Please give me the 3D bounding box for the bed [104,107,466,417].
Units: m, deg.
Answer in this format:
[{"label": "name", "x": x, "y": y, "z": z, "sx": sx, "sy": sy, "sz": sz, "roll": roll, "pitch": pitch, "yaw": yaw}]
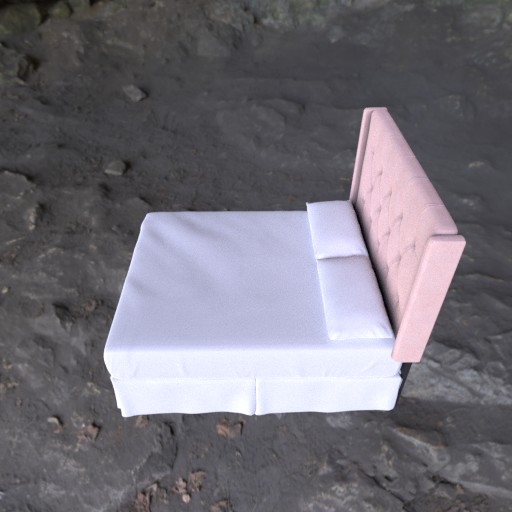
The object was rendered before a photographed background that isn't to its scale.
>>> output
[{"label": "bed", "x": 0.000, "y": 0.000, "z": 3.348, "sx": 2.066, "sy": 1.665, "sz": 1.719, "roll": 0, "pitch": 40, "yaw": 0}]
